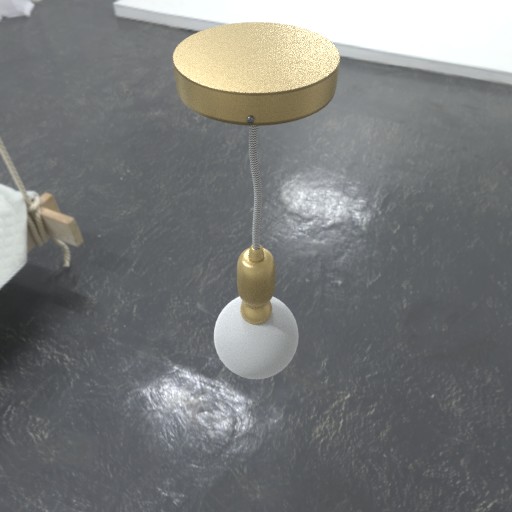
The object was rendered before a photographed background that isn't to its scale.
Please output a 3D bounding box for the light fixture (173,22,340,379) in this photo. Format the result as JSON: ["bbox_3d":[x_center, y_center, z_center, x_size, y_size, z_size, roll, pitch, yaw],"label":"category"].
[{"bbox_3d":[0.000,0.000,0.567,0.147,0.510,0.146,3,47,3],"label":"light fixture"}]
